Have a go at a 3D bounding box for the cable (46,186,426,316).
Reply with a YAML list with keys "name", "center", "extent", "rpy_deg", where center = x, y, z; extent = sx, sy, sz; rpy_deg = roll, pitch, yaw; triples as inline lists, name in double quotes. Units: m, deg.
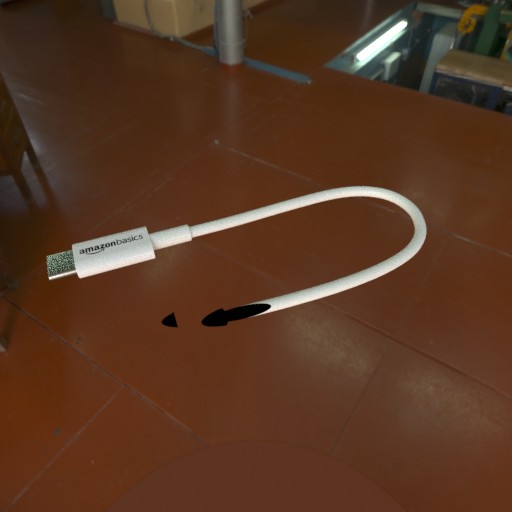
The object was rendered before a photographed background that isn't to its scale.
- name: "cable"
  center: [0.000, 0.000, 0.112]
  extent: [0.098, 0.005, 0.041]
  rpy_deg: [-16, 48, -15]
